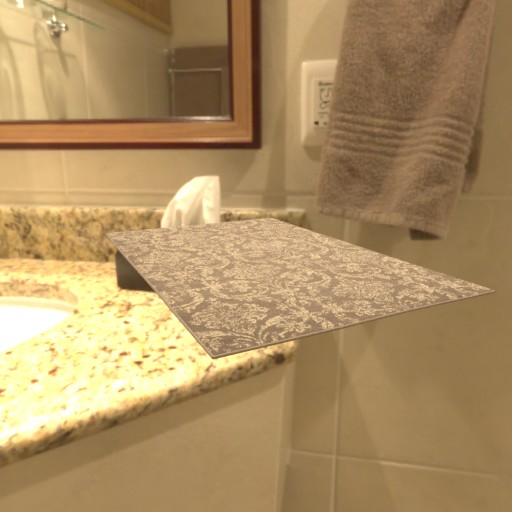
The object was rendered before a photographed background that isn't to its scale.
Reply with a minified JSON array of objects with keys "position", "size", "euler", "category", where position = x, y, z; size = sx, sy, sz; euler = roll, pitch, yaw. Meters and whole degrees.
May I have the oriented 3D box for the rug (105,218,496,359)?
[{"position":[0.000,0.000,3.427],"size":[1.819,0.018,2.746],"euler":[-8,17,-26],"category":"rug"}]
